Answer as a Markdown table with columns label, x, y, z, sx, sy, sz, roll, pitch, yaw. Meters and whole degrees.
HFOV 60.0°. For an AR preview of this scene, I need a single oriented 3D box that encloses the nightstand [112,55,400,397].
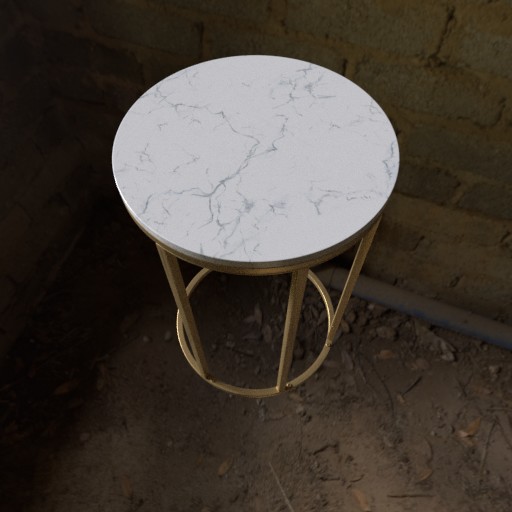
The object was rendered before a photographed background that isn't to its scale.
| label | x | y | z | sx | sy | sz | roll | pitch | yaw |
| --- | --- | --- | --- | --- | --- | --- | --- | --- | --- |
| nightstand | 0.000 | 0.000 | 0.883 | 0.400 | 0.610 | 0.400 | -15 | 59 | -9 |
